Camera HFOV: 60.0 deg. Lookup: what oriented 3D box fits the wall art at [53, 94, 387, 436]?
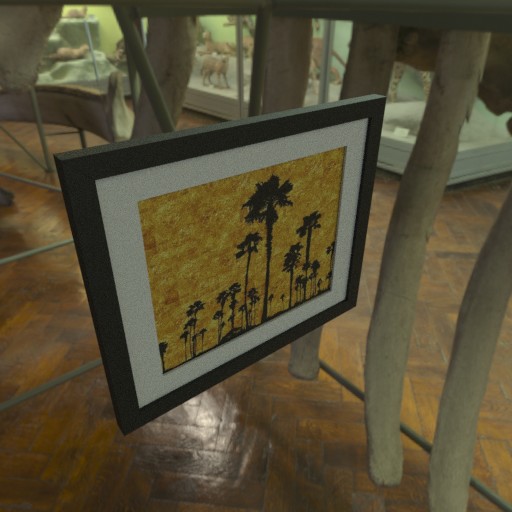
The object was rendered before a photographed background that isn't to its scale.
[{"bbox_3d":[0.000,0.000,0.755,0.561,0.460,0.028,-22,37,-32],"label":"wall art"}]
